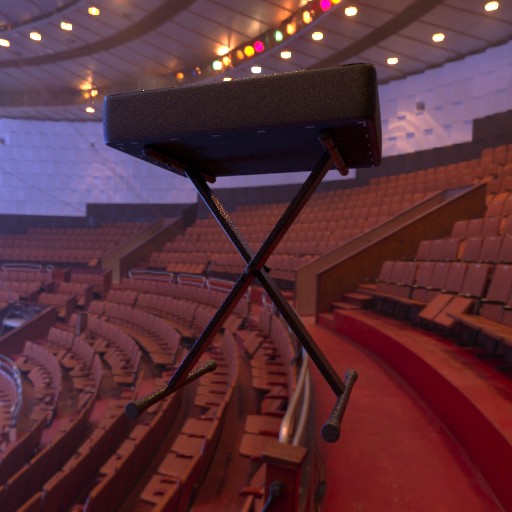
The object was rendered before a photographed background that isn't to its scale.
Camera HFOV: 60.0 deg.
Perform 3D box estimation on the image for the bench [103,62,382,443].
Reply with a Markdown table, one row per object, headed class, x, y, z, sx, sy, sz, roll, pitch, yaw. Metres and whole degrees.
| class | x | y | z | sx | sy | sz | roll | pitch | yaw |
| --- | --- | --- | --- | --- | --- | --- | --- | --- | --- |
| bench | 0.000 | 0.000 | 0.784 | 0.424 | 0.500 | 0.321 | 0 | -1 | 17 |
